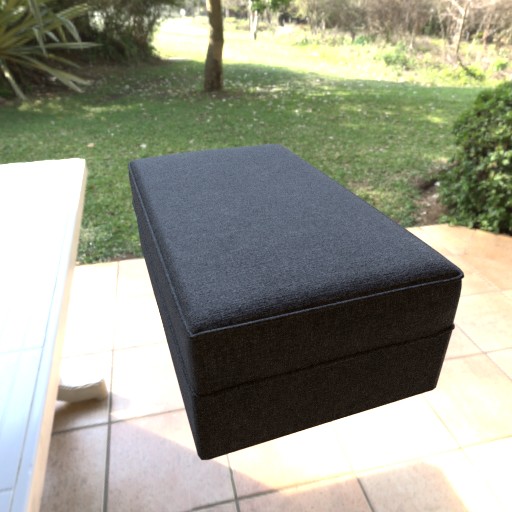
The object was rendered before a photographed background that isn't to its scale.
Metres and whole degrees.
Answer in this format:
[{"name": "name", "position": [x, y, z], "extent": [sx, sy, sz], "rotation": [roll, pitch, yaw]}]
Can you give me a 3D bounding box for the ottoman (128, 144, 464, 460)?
[{"name": "ottoman", "position": [0.000, 0.000, 1.532], "extent": [0.717, 0.487, 1.184], "rotation": [-10, 32, -17]}]
